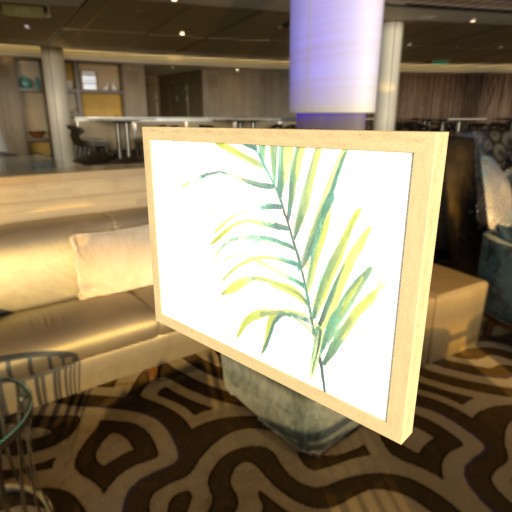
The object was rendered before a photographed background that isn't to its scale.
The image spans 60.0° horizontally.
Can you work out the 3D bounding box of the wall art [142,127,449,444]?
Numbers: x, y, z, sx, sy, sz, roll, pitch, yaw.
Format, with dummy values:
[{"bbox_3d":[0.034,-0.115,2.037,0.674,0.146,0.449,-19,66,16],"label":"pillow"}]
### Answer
[{"bbox_3d":[0.000,0.000,0.689,0.532,0.380,0.032,15,23,41],"label":"wall art"}]
